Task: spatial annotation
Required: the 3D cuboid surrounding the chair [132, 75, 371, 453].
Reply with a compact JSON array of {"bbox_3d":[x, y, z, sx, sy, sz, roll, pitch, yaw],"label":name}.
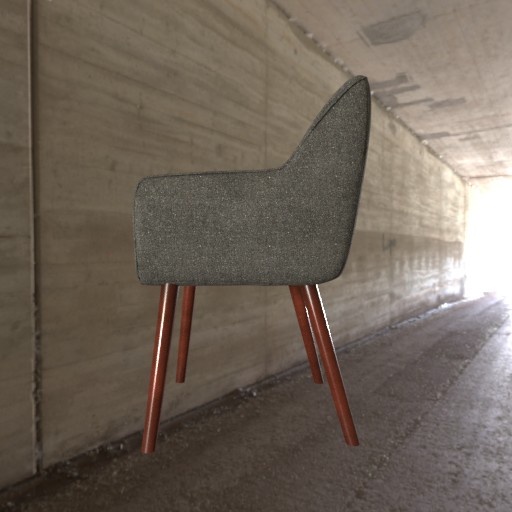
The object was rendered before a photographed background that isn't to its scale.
[{"bbox_3d":[0.000,0.000,1.160,0.519,0.803,0.543,0,1,-2],"label":"chair"}]
